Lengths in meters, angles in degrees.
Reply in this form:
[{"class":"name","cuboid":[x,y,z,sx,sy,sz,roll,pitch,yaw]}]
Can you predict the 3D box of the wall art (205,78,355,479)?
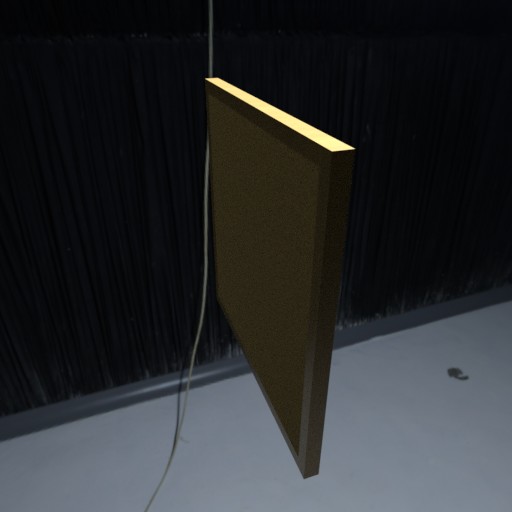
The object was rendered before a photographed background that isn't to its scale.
[{"class":"wall art","cuboid":[0.000,0.000,2.909,0.097,1.936,1.935,-10,31,-17]}]
